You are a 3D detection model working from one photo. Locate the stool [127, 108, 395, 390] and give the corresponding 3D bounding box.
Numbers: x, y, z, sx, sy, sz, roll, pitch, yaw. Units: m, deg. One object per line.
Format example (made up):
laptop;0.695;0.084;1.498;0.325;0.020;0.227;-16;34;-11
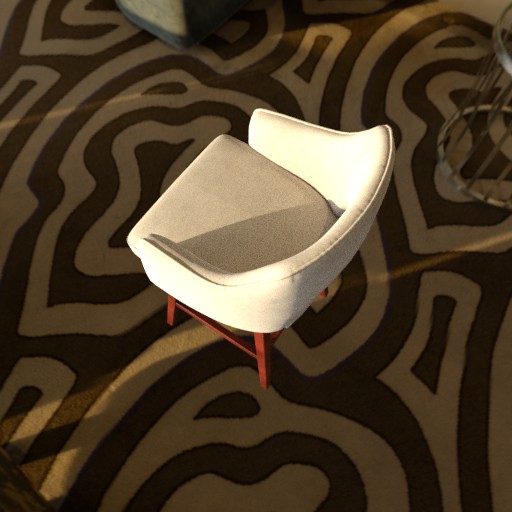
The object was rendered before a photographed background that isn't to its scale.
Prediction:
stool;0.000;0.000;1.355;0.558;1.012;0.548;31;67;14
